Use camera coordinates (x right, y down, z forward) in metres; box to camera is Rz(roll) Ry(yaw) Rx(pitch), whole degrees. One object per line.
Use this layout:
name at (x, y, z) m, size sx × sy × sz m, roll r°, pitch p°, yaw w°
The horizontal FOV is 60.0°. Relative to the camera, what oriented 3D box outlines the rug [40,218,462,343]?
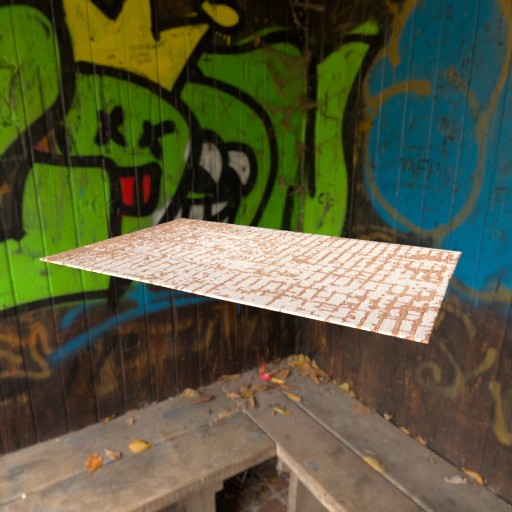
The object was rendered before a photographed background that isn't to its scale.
rug at (0.000, 0.000, 3.005) m, size 2.435 × 0.011 × 1.517 m, roll 9°, pitch 19°, yaw 27°
